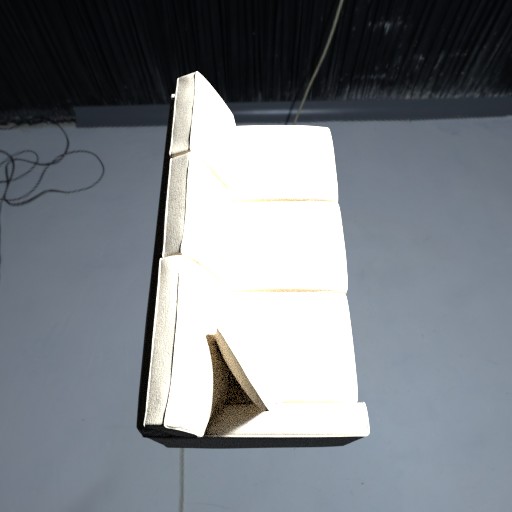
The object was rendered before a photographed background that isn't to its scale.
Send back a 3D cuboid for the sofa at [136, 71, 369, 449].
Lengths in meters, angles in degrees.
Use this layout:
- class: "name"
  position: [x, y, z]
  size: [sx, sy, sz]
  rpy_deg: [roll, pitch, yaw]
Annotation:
- class: "sofa"
  position: [0.000, 0.000, 2.526]
  size: [1.034, 0.946, 1.962]
  rpy_deg: [0, 63, 0]
